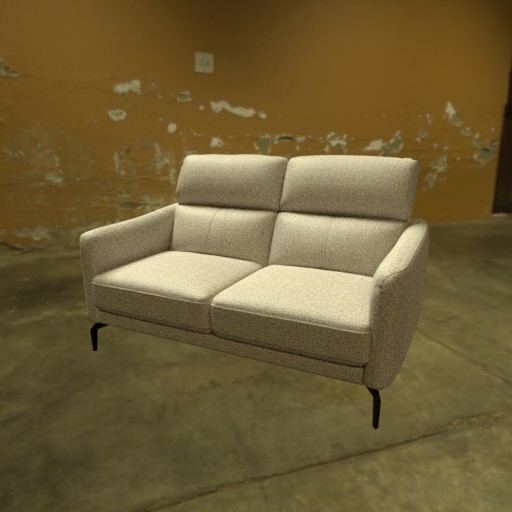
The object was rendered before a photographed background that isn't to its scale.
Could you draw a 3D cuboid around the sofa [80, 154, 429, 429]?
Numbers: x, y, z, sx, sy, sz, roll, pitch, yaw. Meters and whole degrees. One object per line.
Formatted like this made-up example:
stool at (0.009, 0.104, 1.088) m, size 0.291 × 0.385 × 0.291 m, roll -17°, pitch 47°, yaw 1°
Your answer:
sofa at (0.000, 0.000, 2.172) m, size 1.540 × 0.950 × 0.905 m, roll 7°, pitch 16°, yaw 25°
